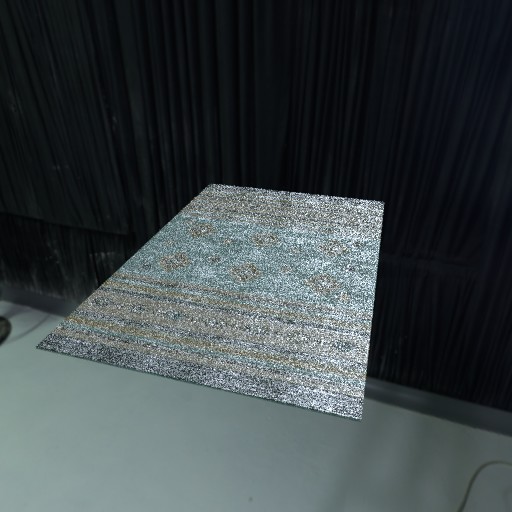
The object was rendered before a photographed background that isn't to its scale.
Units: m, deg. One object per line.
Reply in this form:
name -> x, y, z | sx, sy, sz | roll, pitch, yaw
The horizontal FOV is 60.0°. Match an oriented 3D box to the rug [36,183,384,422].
rug -> 0.000, 0.000, 2.286 | 1.212, 0.010, 1.811 | 8, 31, 14
